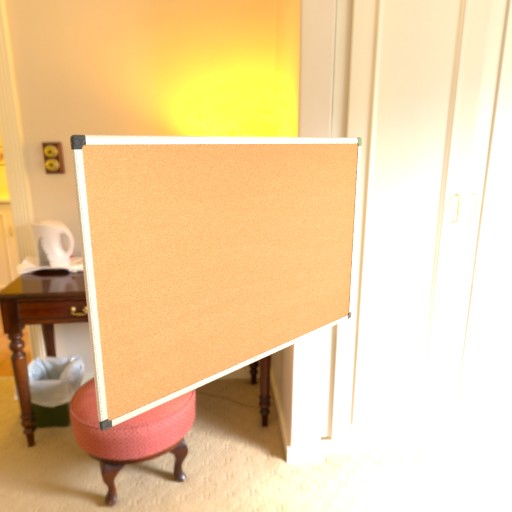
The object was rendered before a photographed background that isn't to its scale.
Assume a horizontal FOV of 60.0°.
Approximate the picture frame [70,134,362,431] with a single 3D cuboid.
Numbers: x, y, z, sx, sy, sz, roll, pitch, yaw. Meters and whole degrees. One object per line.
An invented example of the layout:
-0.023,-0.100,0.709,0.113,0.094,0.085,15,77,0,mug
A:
0.000,0.000,1.152,0.900,0.600,0.010,-13,20,-42,picture frame
